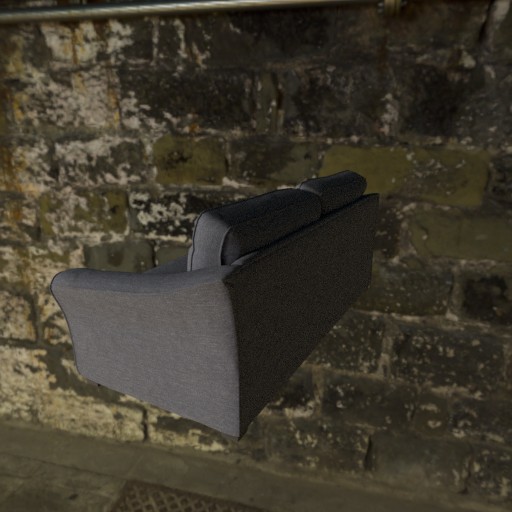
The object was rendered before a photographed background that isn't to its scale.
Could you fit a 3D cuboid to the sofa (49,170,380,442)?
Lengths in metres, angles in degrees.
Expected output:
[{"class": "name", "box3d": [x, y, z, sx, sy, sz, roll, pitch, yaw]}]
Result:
[{"class": "sofa", "box3d": [0.000, 0.000, 2.745, 0.971, 0.950, 2.270, 9, 19, 27]}]
